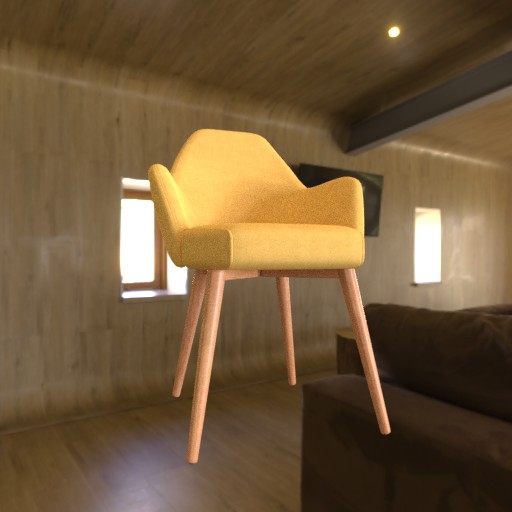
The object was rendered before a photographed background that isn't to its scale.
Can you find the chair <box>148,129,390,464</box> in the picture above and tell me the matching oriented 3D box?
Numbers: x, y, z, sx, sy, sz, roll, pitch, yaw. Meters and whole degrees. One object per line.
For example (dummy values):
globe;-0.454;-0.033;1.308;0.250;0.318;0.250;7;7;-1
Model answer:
chair;0.000;0.000;1.225;0.590;0.840;0.610;0;0;-19
